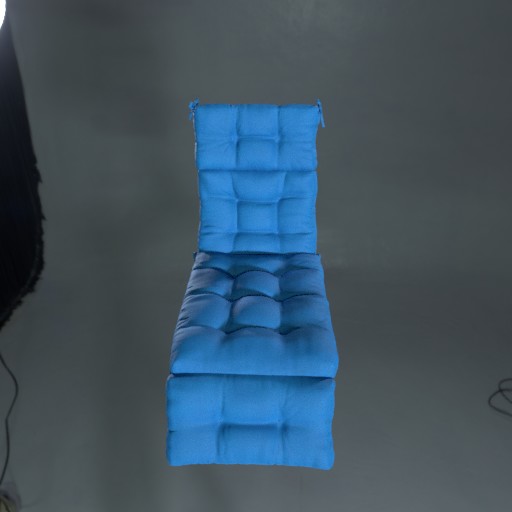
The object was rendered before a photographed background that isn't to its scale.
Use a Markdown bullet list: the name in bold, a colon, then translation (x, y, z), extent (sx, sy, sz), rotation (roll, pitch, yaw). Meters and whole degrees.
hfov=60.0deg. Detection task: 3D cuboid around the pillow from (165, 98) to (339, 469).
- **pillow**: translation (0.000, 0.000, 1.492), extent (0.526, 0.863, 1.016), rotation (1, 30, 1)
